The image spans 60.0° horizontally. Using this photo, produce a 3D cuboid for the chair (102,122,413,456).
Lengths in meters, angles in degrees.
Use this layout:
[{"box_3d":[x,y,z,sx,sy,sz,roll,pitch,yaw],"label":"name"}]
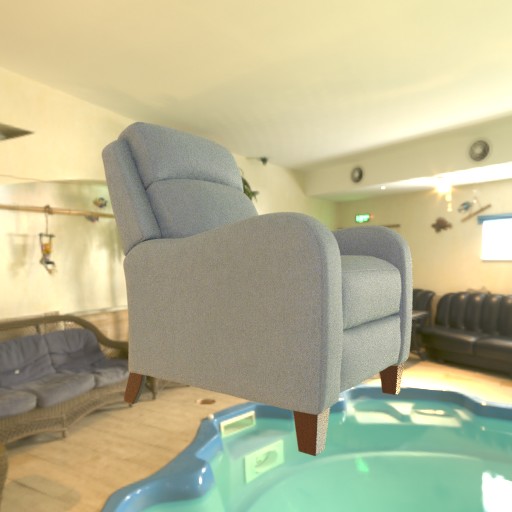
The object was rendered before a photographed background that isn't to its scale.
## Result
[{"box_3d":[0.000,0.000,1.720,0.988,1.067,0.785,0,0,36],"label":"chair"}]
